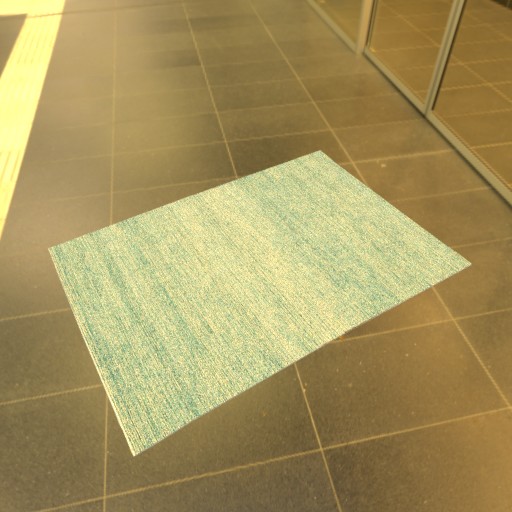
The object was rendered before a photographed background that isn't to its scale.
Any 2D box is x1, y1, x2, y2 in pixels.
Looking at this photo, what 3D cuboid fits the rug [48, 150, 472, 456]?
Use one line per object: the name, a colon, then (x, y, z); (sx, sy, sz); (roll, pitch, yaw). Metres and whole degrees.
rug: (0.000, 0.000, 2.914); (2.305, 0.029, 1.593); (-24, 50, -22)
